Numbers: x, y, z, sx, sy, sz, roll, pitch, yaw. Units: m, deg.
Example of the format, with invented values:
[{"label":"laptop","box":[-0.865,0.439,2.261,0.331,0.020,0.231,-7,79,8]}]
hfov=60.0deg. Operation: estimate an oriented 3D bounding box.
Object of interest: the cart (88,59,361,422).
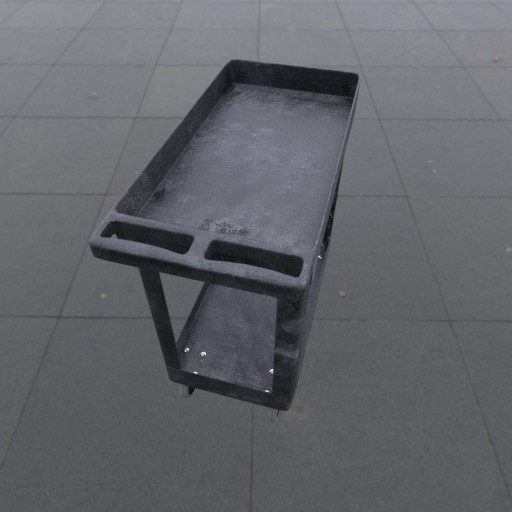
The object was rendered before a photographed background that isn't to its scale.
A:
[{"label":"cart","box":[0.000,0.000,1.371,0.420,0.824,0.877,11,47,11]}]
